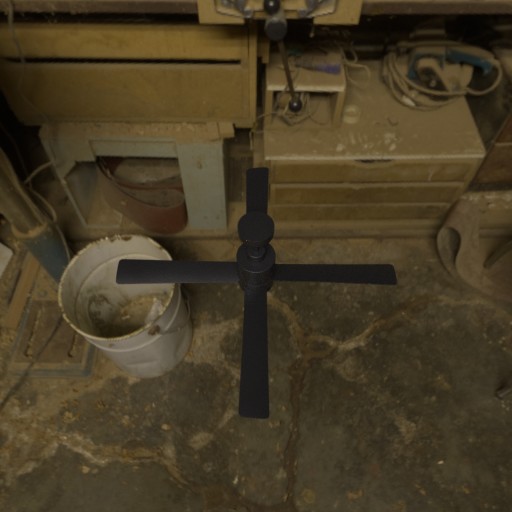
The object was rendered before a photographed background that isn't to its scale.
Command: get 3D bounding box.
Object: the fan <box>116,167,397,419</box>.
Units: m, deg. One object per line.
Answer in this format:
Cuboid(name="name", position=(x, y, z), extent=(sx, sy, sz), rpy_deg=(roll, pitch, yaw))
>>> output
Cuboid(name="fan", position=(0.000, 0.000, 2.276), extent=(1.525, 0.534, 1.525), rpy_deg=(1, 59, 1))
